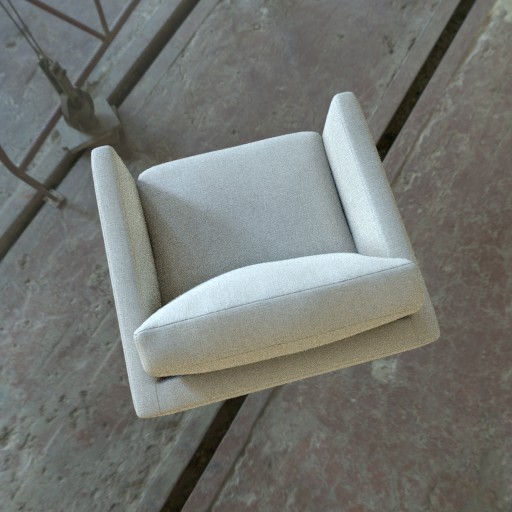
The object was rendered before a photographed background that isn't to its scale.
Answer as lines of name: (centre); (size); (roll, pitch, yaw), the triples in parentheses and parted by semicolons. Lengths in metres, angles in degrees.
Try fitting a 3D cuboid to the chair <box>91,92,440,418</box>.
chair: (0.000, 0.000, 1.709); (0.996, 0.919, 0.959); (-14, 76, -4)
